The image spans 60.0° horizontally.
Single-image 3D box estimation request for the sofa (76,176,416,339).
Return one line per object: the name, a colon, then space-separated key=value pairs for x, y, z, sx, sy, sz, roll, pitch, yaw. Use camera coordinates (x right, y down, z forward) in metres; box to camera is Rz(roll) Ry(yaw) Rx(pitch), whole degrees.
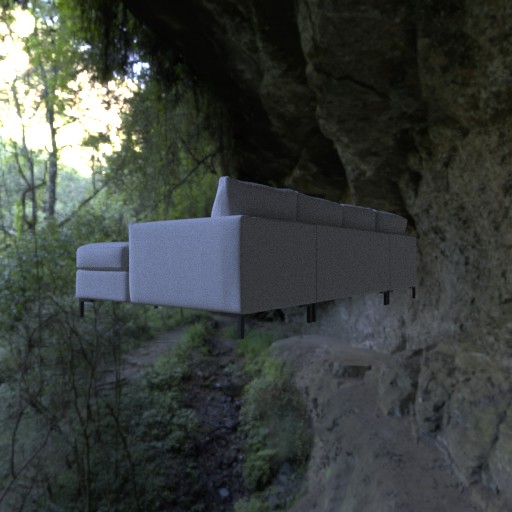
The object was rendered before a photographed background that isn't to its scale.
sofa: x=0.000 y=0.000 z=3.962 sx=1.989 sy=0.862 sz=2.984 roll=0 pitch=0 yaw=36
